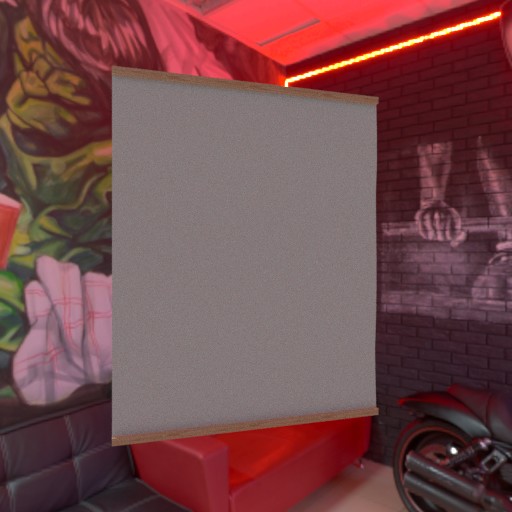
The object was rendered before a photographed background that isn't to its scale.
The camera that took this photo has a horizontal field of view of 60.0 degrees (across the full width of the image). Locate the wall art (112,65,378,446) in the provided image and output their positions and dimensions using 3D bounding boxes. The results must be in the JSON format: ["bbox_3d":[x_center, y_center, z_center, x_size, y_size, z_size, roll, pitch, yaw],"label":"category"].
[{"bbox_3d":[0.000,0.000,0.656,0.406,0.508,0.013,0,0,-17],"label":"wall art"}]
